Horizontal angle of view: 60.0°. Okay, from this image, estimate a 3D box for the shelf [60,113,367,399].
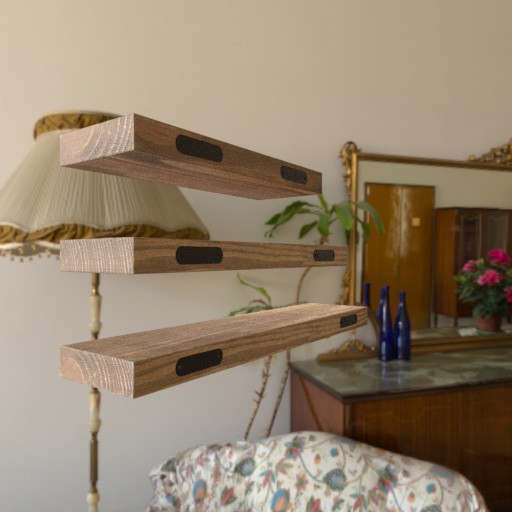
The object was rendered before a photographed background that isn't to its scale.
[{"bbox_3d":[0.000,0.000,0.739,0.140,0.293,0.610,0,0,36],"label":"shelf"}]
